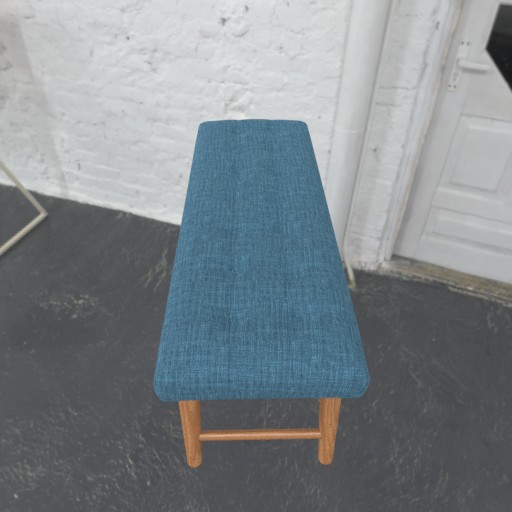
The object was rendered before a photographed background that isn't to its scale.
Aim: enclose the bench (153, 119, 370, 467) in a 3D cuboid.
[{"bbox_3d":[0.000,0.000,1.348,0.406,0.432,1.118,-1,41,-1],"label":"bench"}]
